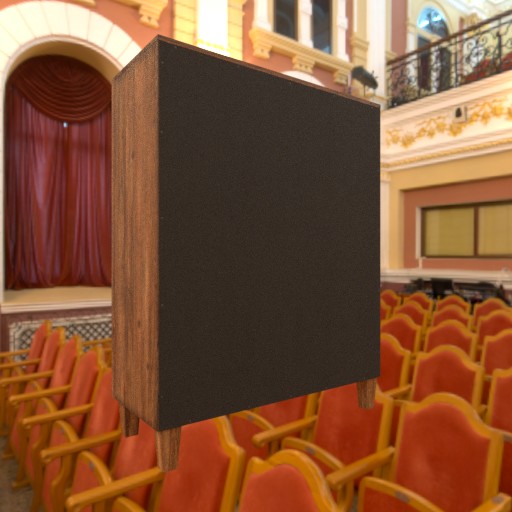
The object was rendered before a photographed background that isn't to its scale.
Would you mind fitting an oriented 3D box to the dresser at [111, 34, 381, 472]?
[{"bbox_3d":[0.000,0.000,1.849,1.067,1.359,0.438,0,0,-36],"label":"dresser"}]
